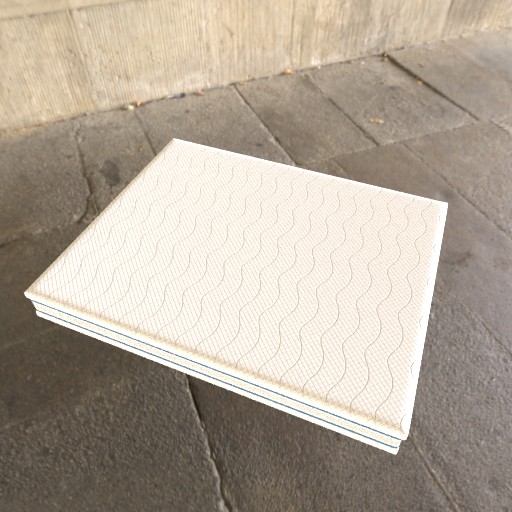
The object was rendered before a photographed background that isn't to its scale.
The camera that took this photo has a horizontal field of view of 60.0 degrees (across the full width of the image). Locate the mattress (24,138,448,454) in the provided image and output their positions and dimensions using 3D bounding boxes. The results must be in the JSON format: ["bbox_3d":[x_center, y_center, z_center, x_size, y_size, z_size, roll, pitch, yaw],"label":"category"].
[{"bbox_3d":[0.000,0.000,2.659,2.000,0.230,1.600,17,49,15],"label":"mattress"}]
